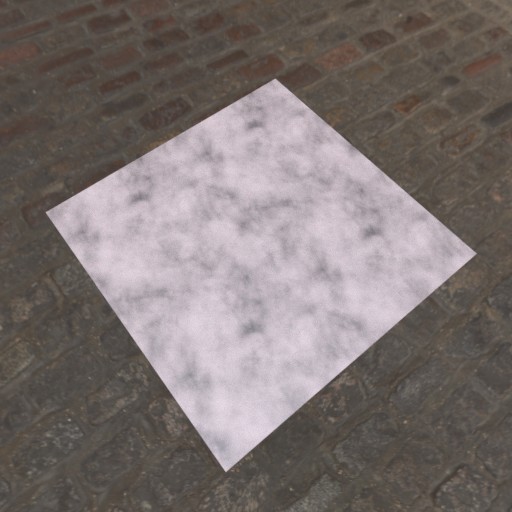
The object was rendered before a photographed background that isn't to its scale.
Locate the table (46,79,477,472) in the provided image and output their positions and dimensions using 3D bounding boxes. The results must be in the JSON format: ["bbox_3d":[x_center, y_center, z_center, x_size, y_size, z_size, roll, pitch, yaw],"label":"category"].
[{"bbox_3d":[0.000,0.000,1.422,0.890,0.305,0.890,-36,69,-16],"label":"table"}]
